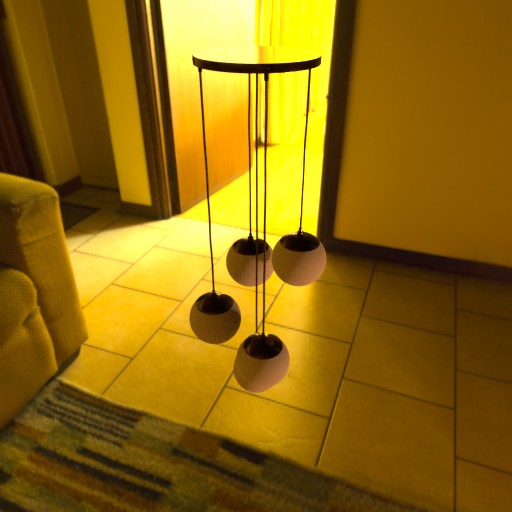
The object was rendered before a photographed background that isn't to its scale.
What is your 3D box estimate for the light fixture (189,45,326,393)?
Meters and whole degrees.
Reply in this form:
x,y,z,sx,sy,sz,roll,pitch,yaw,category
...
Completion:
x,y,z,sx,sy,sz,roll,pitch,yaw,category
0.000,0.000,1.518,0.489,1.271,0.484,1,32,1,light fixture
